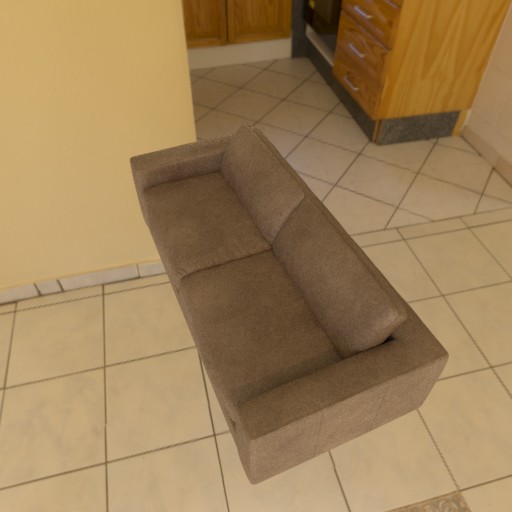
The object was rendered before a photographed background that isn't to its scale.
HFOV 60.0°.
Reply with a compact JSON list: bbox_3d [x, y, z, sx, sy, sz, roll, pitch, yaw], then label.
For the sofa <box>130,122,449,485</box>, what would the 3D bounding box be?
[{"bbox_3d":[0.000,0.000,2.785,1.070,0.801,2.262,-18,49,-16],"label":"sofa"}]
